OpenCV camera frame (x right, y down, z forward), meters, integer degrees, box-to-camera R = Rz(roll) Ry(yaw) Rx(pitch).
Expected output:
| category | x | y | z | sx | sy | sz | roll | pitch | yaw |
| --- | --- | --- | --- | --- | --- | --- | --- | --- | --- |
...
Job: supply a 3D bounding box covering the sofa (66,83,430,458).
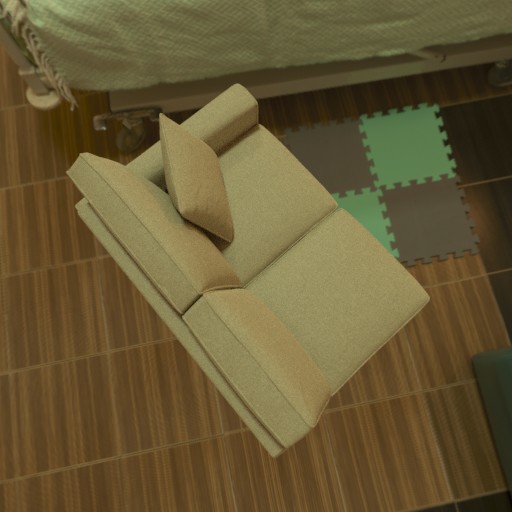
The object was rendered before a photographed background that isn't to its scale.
| category | x | y | z | sx | sy | sz | roll | pitch | yaw |
| --- | --- | --- | --- | --- | --- | --- | --- | --- | --- |
| sofa | 0.000 | 0.000 | 2.084 | 0.991 | 0.989 | 1.388 | -40 | 79 | -9 |
